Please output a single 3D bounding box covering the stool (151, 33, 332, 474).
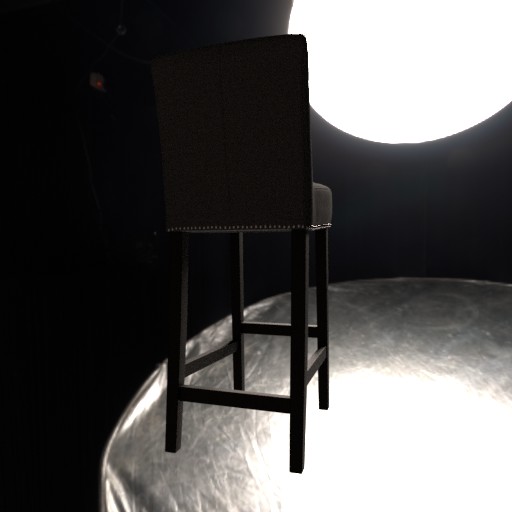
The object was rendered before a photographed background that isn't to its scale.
[{"bbox_3d":[0.000,0.000,1.319,0.411,1.047,0.548,0,0,19],"label":"stool"}]
